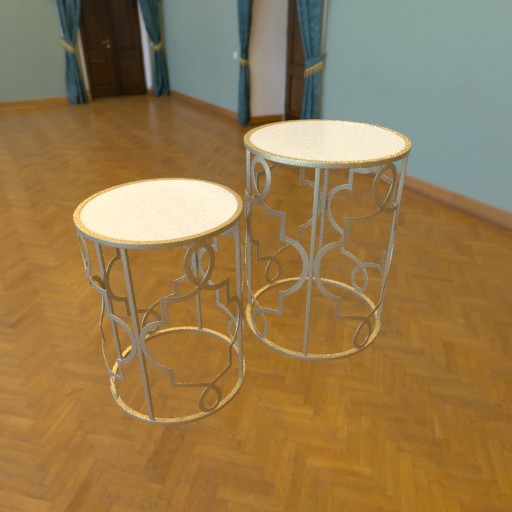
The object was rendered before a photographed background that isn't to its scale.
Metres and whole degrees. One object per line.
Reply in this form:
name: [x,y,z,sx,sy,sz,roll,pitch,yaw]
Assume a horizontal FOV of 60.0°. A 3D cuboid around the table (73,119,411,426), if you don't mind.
table: [0.000,0.000,1.173,0.846,0.564,0.420,-18,34,-28]
